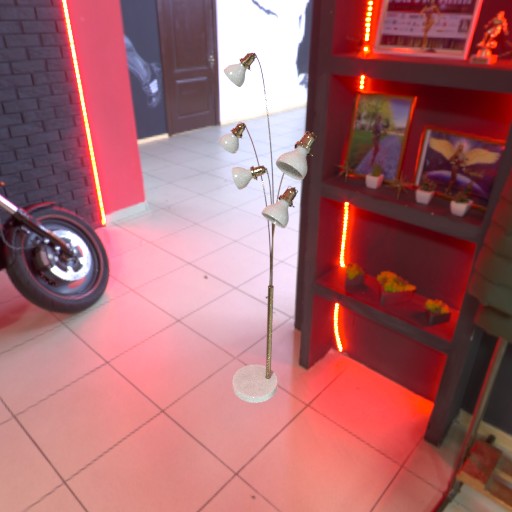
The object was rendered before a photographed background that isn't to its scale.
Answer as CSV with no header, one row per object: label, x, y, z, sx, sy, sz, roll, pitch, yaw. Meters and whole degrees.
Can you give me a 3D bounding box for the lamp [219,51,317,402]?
lamp,0.000,0.000,2.960,0.361,2.423,1.405,-8,30,-13
